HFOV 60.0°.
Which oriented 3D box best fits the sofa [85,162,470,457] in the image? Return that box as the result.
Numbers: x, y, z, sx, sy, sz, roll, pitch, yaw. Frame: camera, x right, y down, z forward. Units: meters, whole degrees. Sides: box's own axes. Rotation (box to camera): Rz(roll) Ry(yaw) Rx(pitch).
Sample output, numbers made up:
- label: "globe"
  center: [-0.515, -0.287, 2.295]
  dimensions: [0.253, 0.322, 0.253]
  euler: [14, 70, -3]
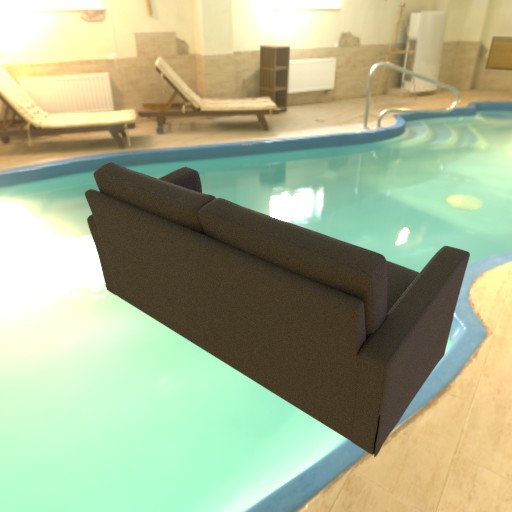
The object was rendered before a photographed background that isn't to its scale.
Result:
- label: "sofa"
  center: [0.000, 0.000, 2.307]
  dimensions: [1.852, 0.839, 0.898]
  euler: [22, 36, 34]
